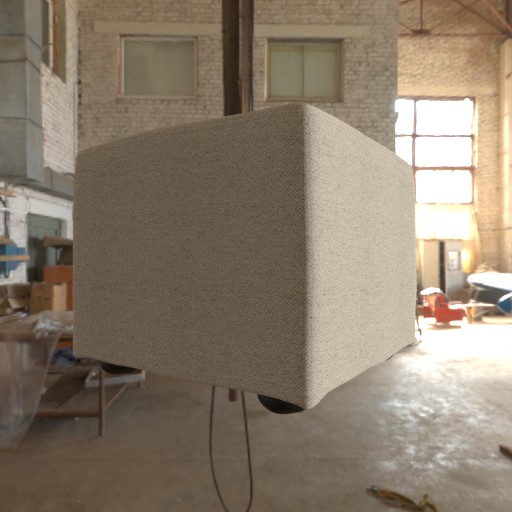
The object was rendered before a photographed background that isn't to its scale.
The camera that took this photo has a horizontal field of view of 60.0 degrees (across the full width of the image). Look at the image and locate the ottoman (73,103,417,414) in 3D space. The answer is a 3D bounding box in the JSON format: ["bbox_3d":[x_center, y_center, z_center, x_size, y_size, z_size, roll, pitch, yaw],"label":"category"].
[{"bbox_3d":[0.000,0.000,0.903,0.512,0.453,0.521,0,0,35],"label":"ottoman"}]
